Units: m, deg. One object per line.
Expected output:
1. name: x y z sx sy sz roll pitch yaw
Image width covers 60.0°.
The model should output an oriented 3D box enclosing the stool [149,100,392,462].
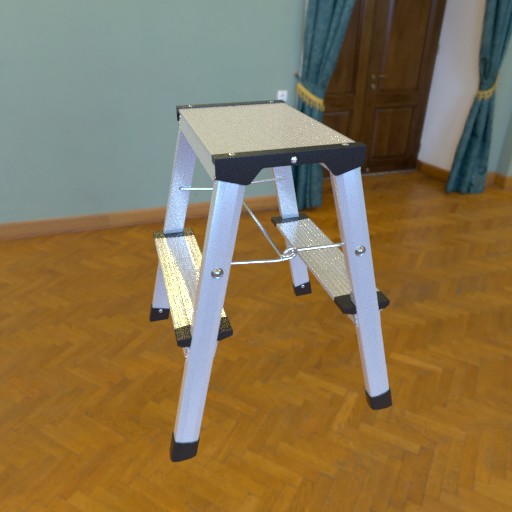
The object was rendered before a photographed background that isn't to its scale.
1. stool: 0.000 0.000 0.808 0.405 0.480 0.404 -8 31 -15
